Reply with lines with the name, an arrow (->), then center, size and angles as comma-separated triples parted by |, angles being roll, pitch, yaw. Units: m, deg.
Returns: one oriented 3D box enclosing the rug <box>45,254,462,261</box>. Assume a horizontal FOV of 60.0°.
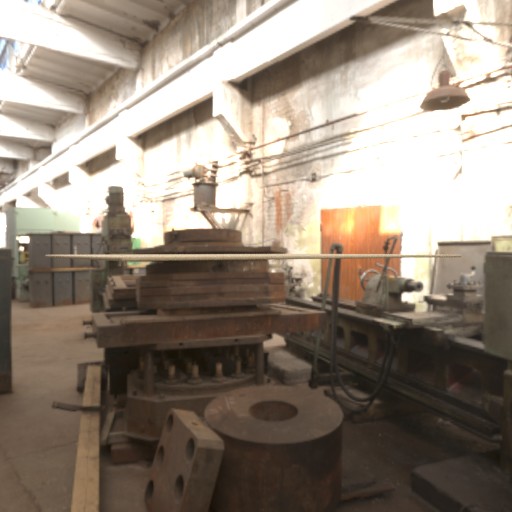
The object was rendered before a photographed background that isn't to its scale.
rug -> 0.000, 0.000, 2.347 | 1.848, 0.014, 1.238 | 0, 1, -35
